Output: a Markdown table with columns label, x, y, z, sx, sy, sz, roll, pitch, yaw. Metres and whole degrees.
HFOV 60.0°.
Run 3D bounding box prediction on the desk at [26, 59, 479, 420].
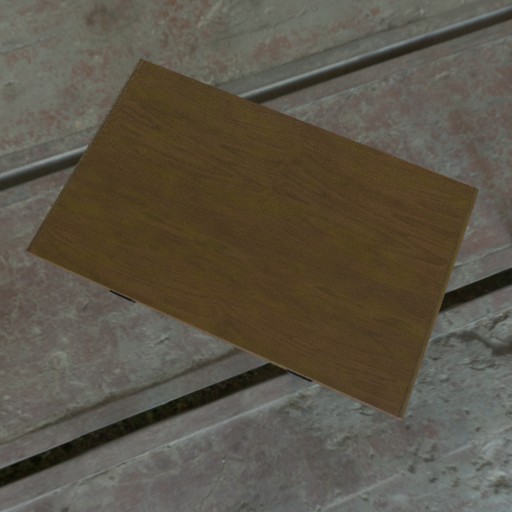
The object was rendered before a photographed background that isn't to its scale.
| label | x | y | z | sx | sy | sz | roll | pitch | yaw |
| --- | --- | --- | --- | --- | --- | --- | --- | --- | --- |
| desk | 0.000 | 0.000 | 1.563 | 1.066 | 0.754 | 0.660 | 23 | 76 | 6 |
